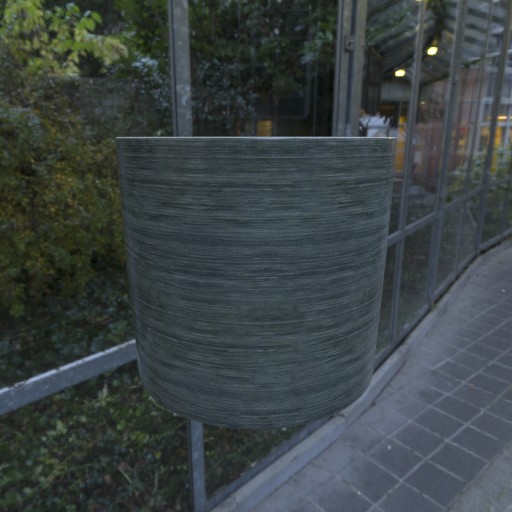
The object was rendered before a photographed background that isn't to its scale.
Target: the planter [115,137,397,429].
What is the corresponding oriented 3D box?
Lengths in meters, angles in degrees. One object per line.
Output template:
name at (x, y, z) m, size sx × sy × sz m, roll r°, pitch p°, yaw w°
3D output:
planter at (0.000, 0.000, 0.390) m, size 0.221 × 0.201 × 0.221 m, roll 0°, pitch 15°, yaw 0°
